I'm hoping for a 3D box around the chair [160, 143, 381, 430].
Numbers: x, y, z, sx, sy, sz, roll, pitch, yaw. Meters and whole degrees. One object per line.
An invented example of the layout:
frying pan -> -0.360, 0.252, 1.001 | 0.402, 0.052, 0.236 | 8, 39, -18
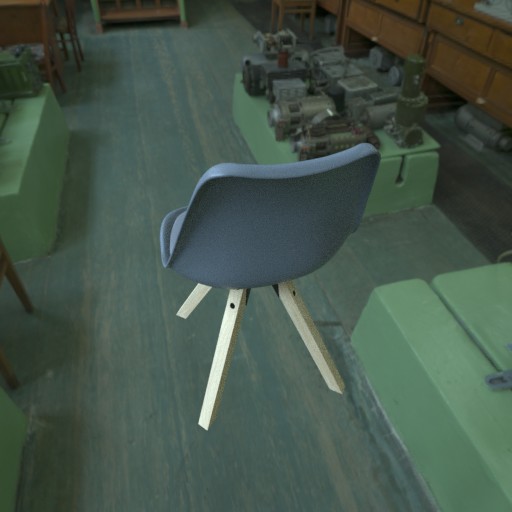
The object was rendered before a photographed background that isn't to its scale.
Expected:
chair -> 0.000, 0.000, 1.177 | 0.485, 0.850, 0.550 | -11, 42, -12
